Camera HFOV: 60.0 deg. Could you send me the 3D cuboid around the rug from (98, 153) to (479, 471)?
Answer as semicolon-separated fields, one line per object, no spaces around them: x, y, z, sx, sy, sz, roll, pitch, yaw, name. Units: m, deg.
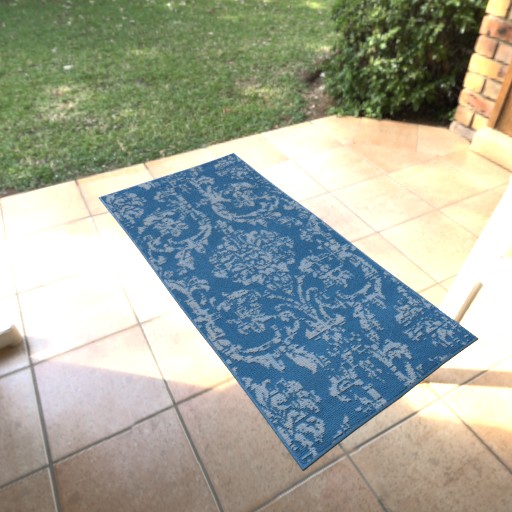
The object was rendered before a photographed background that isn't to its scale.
0.000;0.000;1.426;0.604;0.007;1.219;-25;48;-25;rug
